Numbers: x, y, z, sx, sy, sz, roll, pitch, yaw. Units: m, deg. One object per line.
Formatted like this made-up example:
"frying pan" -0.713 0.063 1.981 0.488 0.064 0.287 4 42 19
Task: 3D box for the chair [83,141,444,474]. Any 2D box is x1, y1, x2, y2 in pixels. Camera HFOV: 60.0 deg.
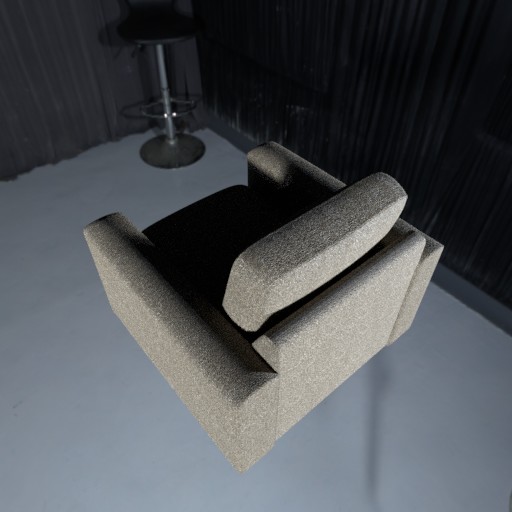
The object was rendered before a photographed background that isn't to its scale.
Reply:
"chair" 0.000 0.000 1.788 1.005 0.873 1.016 -31 53 -27
